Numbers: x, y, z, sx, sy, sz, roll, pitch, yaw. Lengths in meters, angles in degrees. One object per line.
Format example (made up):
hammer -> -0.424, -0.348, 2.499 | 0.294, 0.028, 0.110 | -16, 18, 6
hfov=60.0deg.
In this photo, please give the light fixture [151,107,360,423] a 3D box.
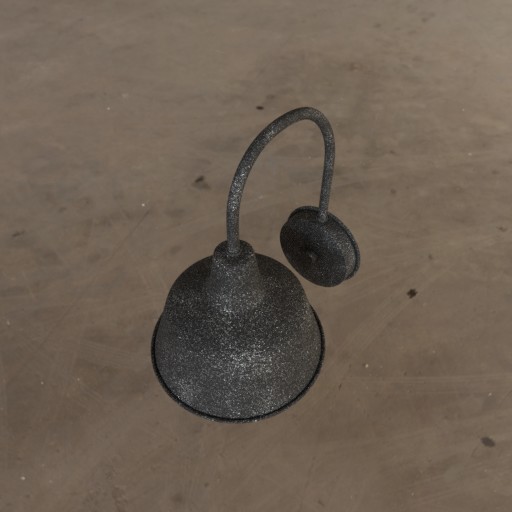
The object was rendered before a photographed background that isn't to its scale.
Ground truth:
light fixture -> 0.000, 0.000, 0.482 | 0.216, 0.300, 0.283 | 32, 54, 27
